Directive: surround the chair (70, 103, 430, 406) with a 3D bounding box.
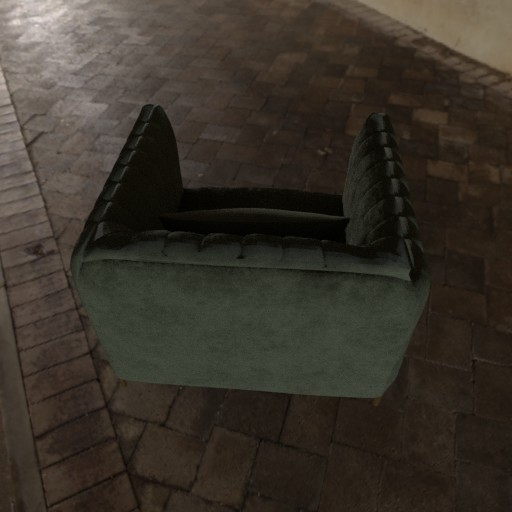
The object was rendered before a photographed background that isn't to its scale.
[{"bbox_3d":[0.000,0.000,1.678,1.032,0.794,0.877,3,47,3],"label":"chair"}]
